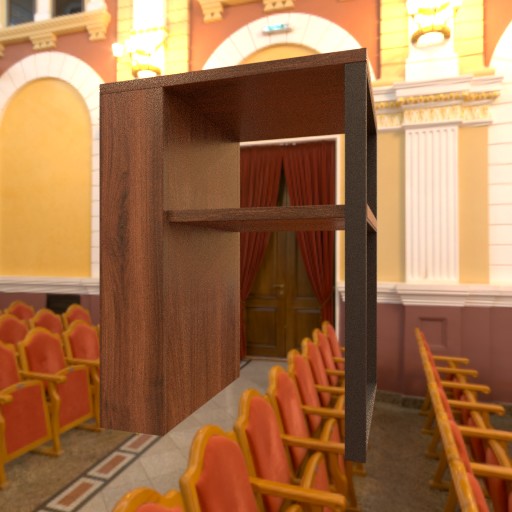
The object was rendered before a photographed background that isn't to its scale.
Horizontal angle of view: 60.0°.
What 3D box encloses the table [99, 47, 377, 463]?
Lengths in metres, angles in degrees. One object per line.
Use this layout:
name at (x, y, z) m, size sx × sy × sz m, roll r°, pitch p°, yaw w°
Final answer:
table at (0.000, 0.000, 1.537) m, size 0.786 × 1.041 × 0.660 m, roll 0°, pitch 0°, yaw 18°
